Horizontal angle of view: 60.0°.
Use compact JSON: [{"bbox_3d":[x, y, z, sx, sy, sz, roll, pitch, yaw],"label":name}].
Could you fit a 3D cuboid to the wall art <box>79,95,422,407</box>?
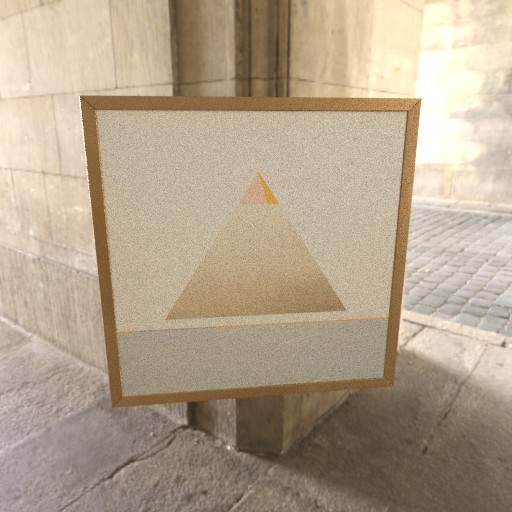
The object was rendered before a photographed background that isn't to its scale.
[{"bbox_3d":[0.000,0.000,0.452,0.305,0.303,0.038,-2,16,-7],"label":"wall art"}]
